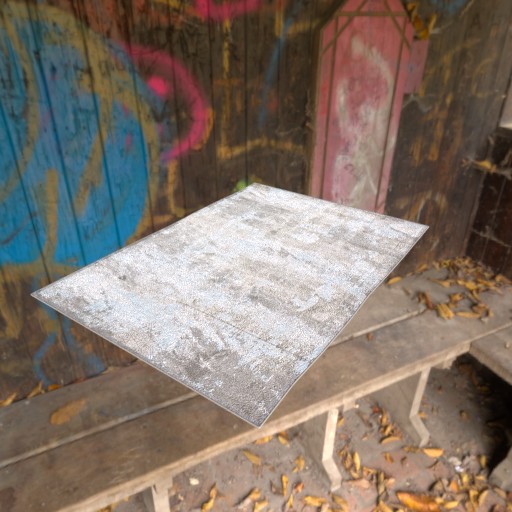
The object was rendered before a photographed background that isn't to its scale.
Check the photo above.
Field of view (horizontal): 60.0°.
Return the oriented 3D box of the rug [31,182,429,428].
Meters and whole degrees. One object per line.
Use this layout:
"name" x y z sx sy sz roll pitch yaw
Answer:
"rug" 0.000 0.000 4.364 2.393 0.013 3.307 19 35 30
